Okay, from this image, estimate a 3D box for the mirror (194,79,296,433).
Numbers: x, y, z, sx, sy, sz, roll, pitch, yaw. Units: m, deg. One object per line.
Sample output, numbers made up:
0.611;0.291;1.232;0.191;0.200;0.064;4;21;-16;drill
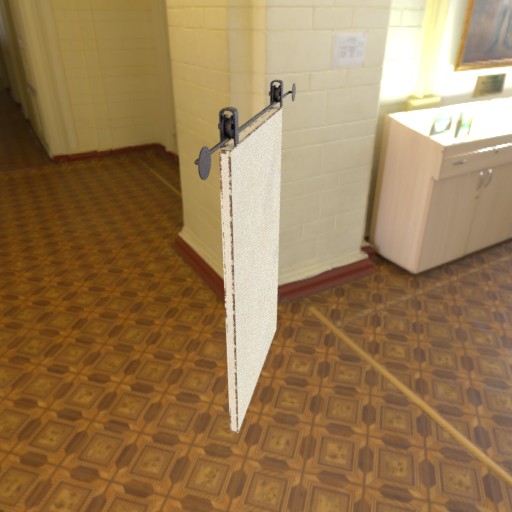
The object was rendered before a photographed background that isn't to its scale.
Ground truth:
0.000;0.000;1.200;0.037;0.844;0.808;7;29;13;mirror
